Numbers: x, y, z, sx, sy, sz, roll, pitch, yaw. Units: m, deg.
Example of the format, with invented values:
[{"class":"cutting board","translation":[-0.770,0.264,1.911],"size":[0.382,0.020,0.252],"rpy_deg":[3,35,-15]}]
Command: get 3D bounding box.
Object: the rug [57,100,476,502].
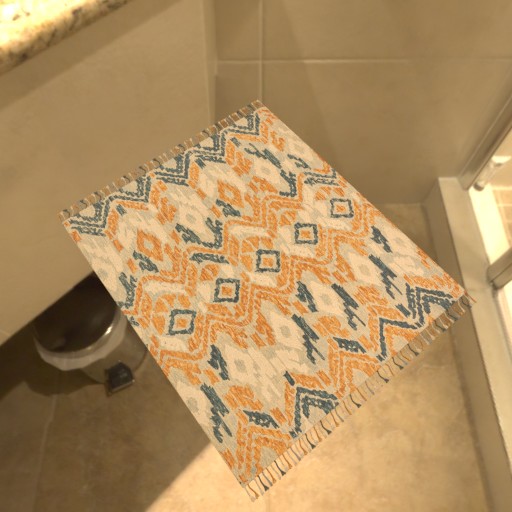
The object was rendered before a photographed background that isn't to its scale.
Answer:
[{"class":"rug","translation":[0.000,0.000,4.000],"size":[2.439,0.010,3.048],"rpy_deg":[-35,68,-17]}]
